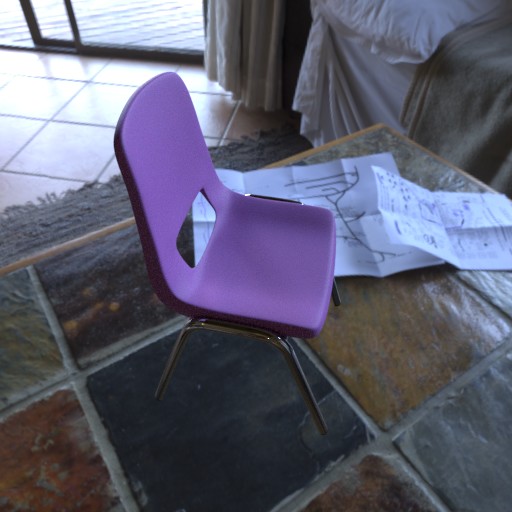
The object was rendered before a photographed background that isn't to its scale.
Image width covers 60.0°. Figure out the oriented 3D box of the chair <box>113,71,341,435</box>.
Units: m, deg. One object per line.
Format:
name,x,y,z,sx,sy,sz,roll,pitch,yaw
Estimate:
chair,0.000,0.000,0.676,0.301,0.493,0.291,9,46,9
